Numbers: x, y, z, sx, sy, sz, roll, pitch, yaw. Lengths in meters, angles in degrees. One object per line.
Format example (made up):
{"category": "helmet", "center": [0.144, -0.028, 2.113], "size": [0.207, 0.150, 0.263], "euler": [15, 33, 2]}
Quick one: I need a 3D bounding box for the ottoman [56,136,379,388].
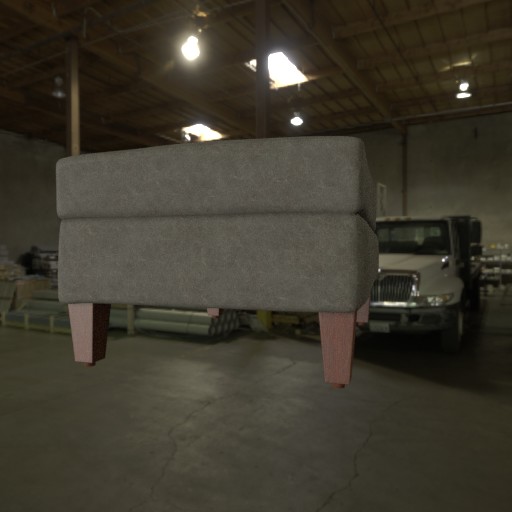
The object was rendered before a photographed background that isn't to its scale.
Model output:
{"category": "ottoman", "center": [0.000, 0.000, 1.219], "size": [0.639, 0.464, 0.839], "euler": [0, 1, 17]}
